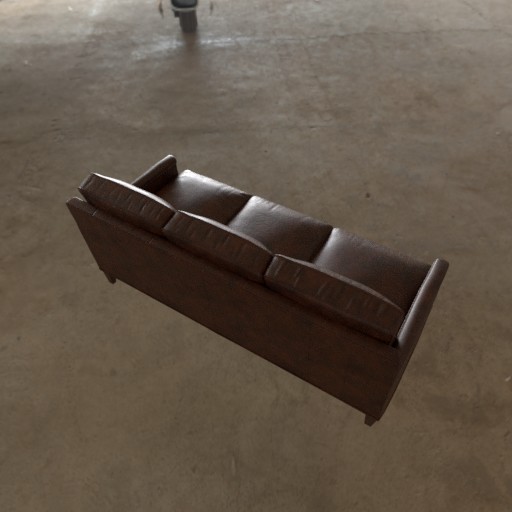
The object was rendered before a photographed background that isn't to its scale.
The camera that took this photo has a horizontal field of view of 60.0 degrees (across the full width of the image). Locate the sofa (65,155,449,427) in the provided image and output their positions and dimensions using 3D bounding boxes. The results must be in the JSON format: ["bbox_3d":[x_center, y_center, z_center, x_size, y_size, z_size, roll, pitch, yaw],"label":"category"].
[{"bbox_3d":[0.000,0.000,2.924,2.240,1.003,1.084,24,50,22],"label":"sofa"}]
